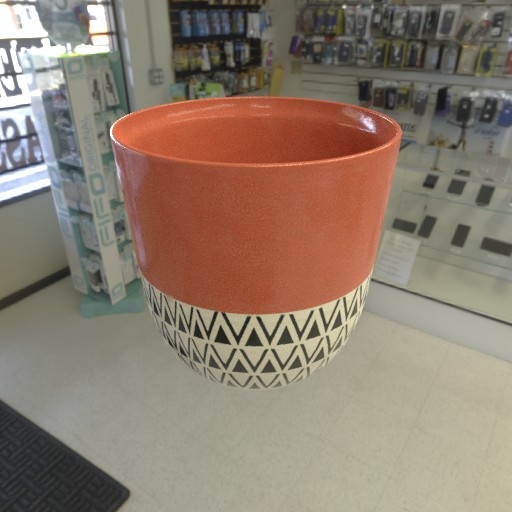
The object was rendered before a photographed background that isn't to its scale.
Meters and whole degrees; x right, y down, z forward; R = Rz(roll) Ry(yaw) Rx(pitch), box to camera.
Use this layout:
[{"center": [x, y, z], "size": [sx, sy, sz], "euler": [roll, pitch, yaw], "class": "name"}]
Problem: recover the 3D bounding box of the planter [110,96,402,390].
[{"center": [0.000, 0.000, 0.359], "size": [0.195, 0.214, 0.195], "euler": [0, 29, 0], "class": "planter"}]
